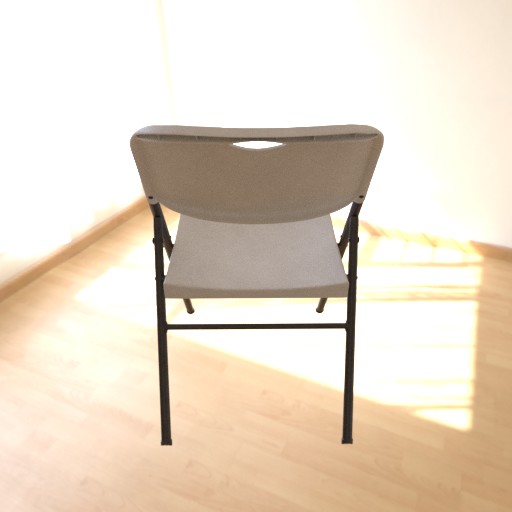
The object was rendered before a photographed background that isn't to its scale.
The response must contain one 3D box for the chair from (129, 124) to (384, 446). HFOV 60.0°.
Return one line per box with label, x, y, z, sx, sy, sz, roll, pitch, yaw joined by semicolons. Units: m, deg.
chair;0.000;0.000;1.147;0.494;0.810;0.566;0;32;0
